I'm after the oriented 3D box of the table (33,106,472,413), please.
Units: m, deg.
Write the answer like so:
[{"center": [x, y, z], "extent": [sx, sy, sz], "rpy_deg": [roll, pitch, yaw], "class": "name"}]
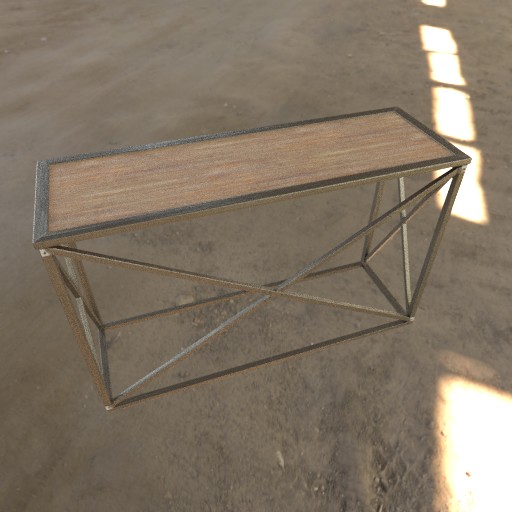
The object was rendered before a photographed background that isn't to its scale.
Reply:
[{"center": [0.000, 0.000, 1.549], "extent": [1.216, 0.753, 0.402], "rpy_deg": [-13, 43, -14], "class": "table"}]
